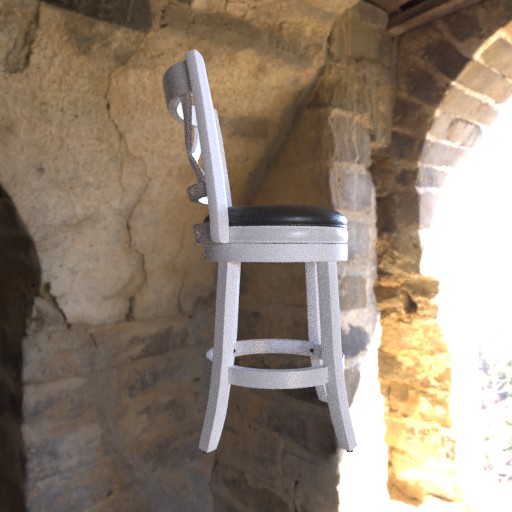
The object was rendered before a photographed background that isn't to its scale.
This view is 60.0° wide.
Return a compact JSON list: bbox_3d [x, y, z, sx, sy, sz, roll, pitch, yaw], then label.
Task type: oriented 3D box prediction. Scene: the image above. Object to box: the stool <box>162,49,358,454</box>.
[{"bbox_3d":[0.000,0.000,1.243,0.508,0.953,0.444,0,1,-1],"label":"stool"}]
